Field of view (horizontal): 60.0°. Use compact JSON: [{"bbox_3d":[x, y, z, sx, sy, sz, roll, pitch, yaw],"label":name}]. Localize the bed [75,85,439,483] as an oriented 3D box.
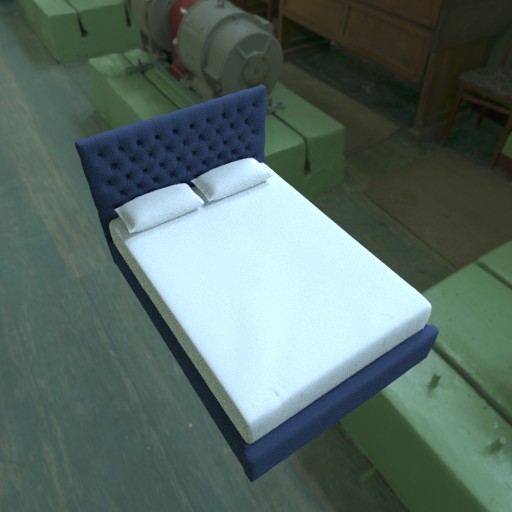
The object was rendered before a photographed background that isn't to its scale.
[{"bbox_3d":[0.000,0.000,3.430,1.706,1.427,2.387,-26,51,-23],"label":"bed"}]
